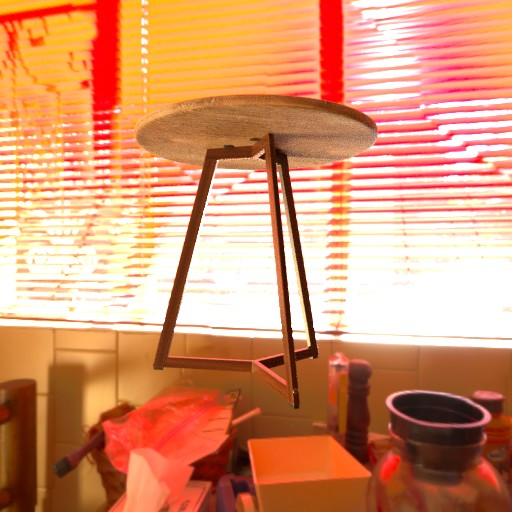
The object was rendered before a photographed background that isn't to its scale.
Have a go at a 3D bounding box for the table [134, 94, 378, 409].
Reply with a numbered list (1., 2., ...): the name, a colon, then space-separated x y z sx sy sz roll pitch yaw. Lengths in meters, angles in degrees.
1. table: 0.000 0.000 0.938 0.500 0.500 0.500 0 -1 0
